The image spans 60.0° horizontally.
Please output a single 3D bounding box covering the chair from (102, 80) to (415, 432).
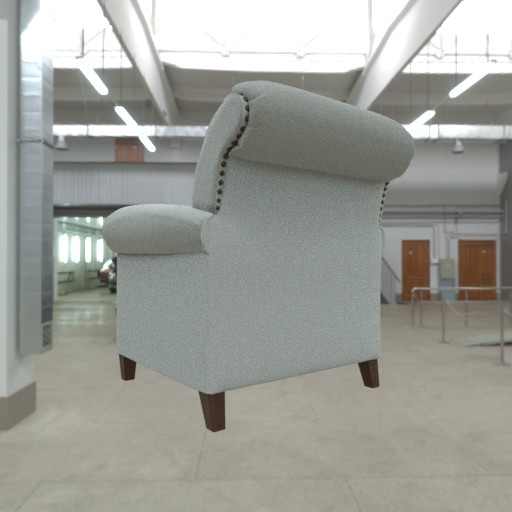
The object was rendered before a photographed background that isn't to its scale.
[{"bbox_3d":[0.000,0.000,1.585,0.854,0.927,0.890,0,0,-37],"label":"chair"}]
